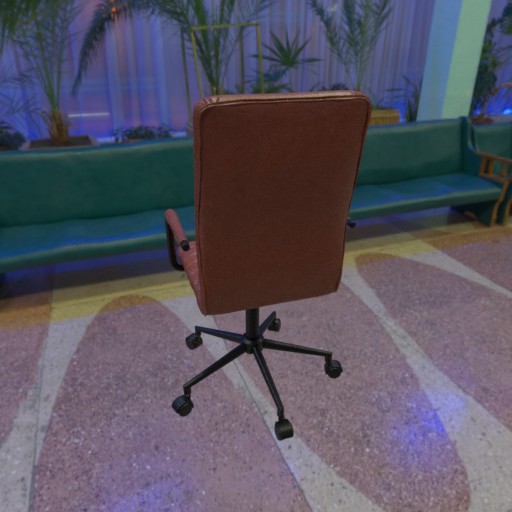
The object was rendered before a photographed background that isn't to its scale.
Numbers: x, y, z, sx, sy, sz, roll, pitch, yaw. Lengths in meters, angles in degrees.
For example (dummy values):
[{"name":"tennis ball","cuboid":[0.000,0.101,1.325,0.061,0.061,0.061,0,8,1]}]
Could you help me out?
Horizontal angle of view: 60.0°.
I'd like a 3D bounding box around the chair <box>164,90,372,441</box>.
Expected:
[{"name":"chair","cuboid":[0.000,0.000,1.346,0.608,0.979,0.580,-8,28,-16]}]
